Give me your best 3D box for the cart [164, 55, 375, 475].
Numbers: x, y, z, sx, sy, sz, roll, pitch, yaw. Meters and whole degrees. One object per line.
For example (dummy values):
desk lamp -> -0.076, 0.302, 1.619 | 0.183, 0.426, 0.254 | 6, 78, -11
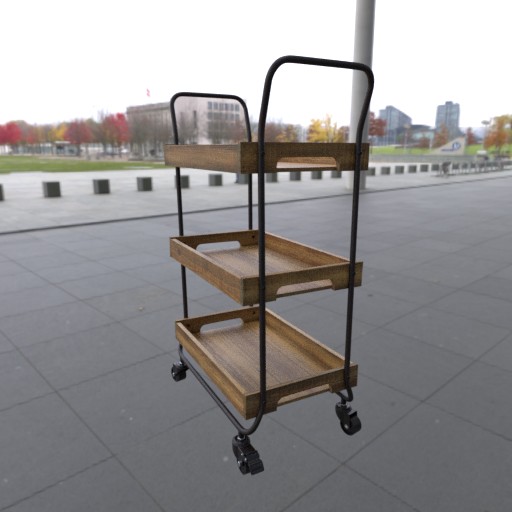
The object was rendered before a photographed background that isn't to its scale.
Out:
cart -> 0.000, 0.000, 1.151 | 0.339, 0.857, 0.583 | -7, 15, -27
